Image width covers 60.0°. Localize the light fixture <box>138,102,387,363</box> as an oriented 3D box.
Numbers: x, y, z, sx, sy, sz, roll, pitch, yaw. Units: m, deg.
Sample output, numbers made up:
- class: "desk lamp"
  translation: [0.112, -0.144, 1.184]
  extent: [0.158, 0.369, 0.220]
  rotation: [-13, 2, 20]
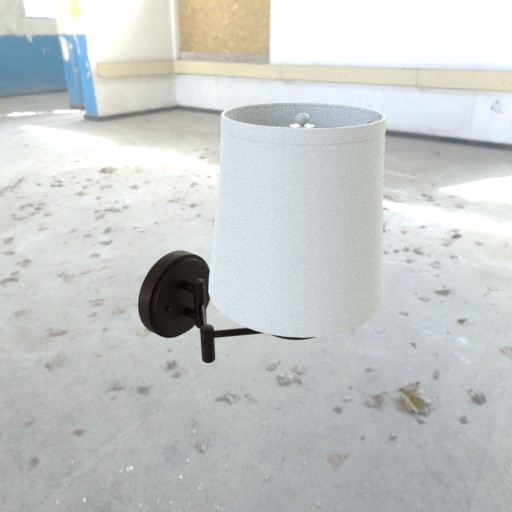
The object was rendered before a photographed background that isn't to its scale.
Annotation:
- class: "light fixture"
  translation: [0.000, 0.000, 0.269]
  extent: [0.157, 0.172, 0.100]
  rotation: [18, 32, 32]
